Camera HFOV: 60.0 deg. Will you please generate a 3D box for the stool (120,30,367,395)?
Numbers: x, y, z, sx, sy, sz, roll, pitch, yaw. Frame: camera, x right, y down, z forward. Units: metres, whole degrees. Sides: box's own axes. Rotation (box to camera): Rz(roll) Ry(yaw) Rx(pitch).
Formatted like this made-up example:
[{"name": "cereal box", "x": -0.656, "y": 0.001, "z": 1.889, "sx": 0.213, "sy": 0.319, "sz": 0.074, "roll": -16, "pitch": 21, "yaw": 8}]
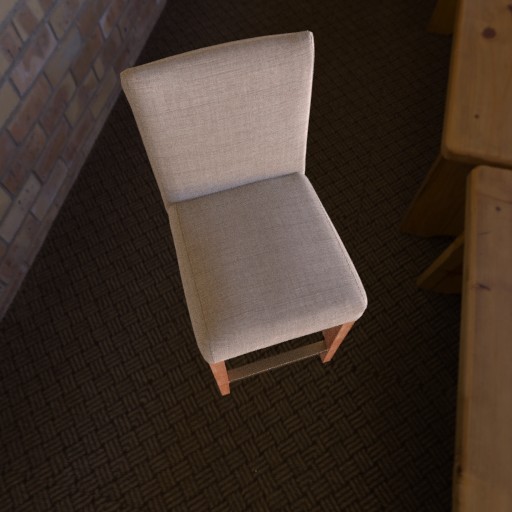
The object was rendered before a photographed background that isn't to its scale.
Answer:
[{"name": "stool", "x": 0.000, "y": 0.000, "z": 1.307, "sx": 0.454, "sy": 1.039, "sz": 0.567, "roll": -16, "pitch": 65, "yaw": -8}]
